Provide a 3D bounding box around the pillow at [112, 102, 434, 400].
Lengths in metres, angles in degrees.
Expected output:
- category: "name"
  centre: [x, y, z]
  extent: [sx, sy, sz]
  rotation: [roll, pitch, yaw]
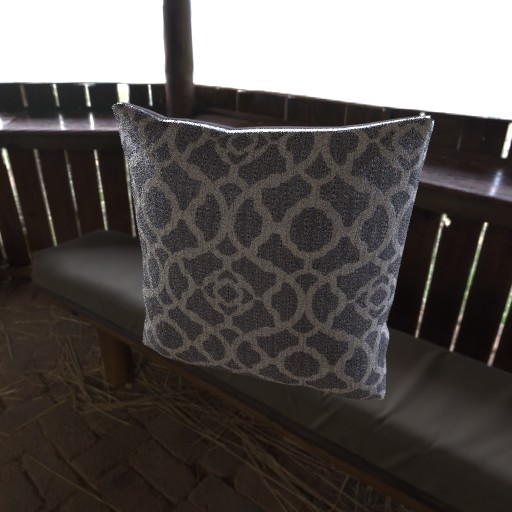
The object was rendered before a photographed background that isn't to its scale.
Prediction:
- category: "pillow"
  centre: [0.000, 0.000, 0.779]
  extent: [0.508, 0.498, 0.215]
  rotation: [8, 27, 16]
